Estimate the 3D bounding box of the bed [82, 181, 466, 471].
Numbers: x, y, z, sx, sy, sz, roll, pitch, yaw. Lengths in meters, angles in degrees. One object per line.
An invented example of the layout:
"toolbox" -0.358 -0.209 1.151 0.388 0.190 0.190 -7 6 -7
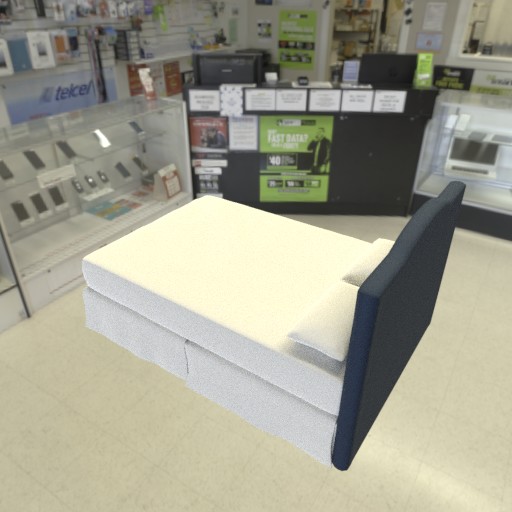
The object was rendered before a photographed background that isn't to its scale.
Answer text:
"bed" 0.000 0.000 3.515 2.507 1.441 1.741 20 37 29
